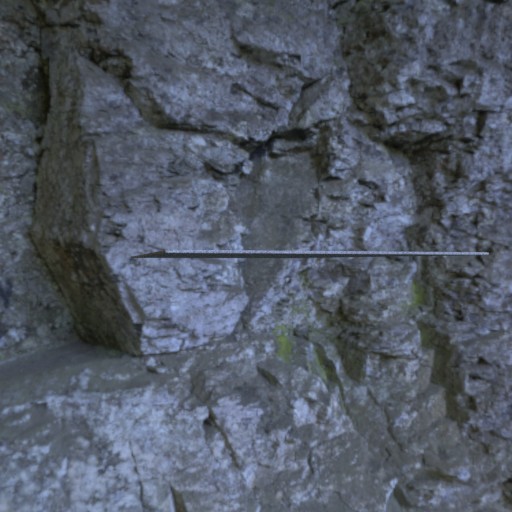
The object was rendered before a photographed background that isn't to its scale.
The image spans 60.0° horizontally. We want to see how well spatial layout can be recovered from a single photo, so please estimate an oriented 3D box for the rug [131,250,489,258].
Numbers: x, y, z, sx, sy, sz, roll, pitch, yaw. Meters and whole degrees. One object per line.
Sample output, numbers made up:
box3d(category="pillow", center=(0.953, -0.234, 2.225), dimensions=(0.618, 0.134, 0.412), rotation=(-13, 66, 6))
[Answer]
box3d(category="rug", center=(0.000, 0.000, 3.028), dimensions=(1.526, 0.012, 2.444), rotation=(0, -1, -19))
